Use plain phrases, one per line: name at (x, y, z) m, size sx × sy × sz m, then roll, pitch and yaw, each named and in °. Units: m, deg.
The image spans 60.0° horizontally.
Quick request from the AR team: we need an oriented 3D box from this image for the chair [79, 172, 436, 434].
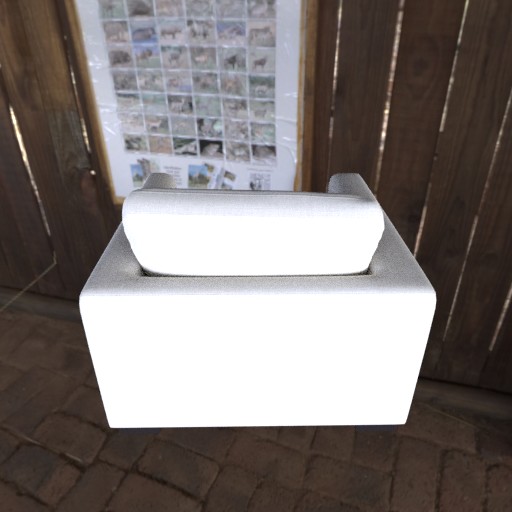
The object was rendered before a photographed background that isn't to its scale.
chair at (0.000, 0.000, 1.857) m, size 1.070 × 0.876 × 1.100 m, roll 0°, pitch 30°, yaw -1°
